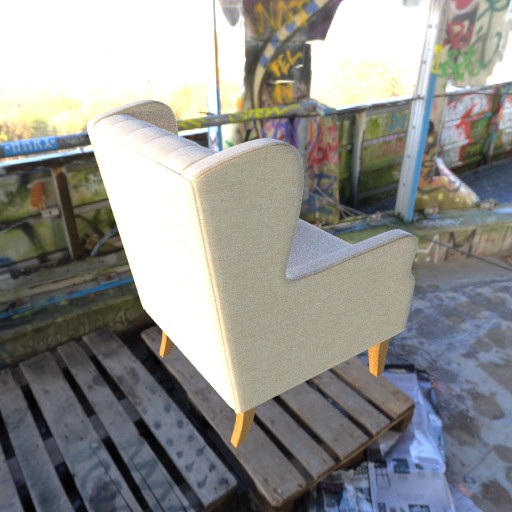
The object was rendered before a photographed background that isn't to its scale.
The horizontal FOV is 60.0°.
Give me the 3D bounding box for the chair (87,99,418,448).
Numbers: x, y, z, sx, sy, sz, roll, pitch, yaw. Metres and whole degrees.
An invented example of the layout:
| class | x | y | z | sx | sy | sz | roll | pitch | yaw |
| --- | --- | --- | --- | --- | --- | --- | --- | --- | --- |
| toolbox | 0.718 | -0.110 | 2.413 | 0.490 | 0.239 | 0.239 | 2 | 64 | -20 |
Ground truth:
| class | x | y | z | sx | sy | sz | roll | pitch | yaw |
| --- | --- | --- | --- | --- | --- | --- | --- | --- | --- |
| chair | 0.000 | 0.000 | 1.447 | 0.760 | 0.930 | 0.710 | -20 | 35 | -31 |
